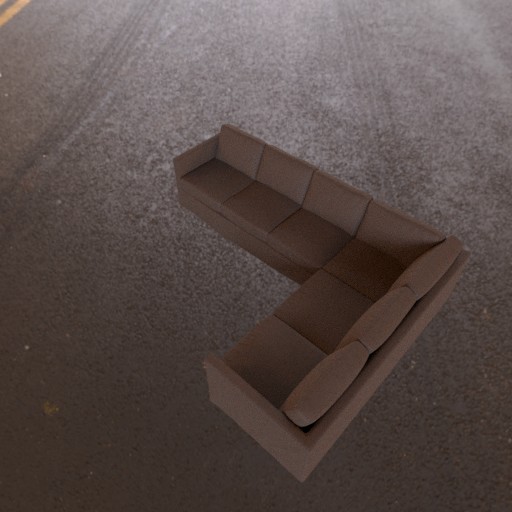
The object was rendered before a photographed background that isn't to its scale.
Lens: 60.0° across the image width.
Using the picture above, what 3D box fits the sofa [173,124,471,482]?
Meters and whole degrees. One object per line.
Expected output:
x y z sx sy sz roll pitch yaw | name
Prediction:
0.000 0.000 4.371 3.182 0.871 2.432 34 56 28 | sofa
